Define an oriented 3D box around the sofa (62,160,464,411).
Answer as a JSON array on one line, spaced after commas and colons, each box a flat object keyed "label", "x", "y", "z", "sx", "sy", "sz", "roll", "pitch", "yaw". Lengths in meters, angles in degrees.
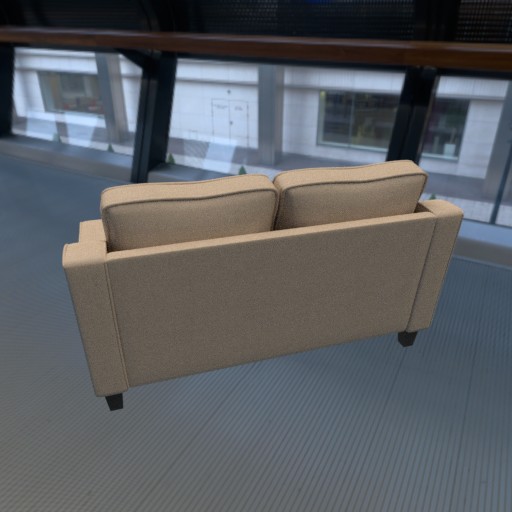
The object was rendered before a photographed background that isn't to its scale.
[{"label": "sofa", "x": 0.000, "y": 0.000, "z": 3.479, "sx": 2.587, "sy": 1.562, "sz": 1.351, "roll": -8, "pitch": 29, "yaw": -15}]
